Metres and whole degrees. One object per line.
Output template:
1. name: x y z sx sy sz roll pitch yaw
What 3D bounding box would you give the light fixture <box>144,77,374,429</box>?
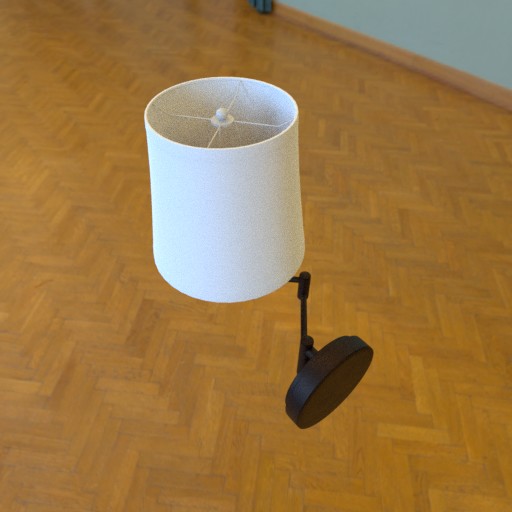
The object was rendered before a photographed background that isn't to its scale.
1. light fixture: 0.000 0.000 0.274 0.100 0.172 0.157 -30 52 -26
